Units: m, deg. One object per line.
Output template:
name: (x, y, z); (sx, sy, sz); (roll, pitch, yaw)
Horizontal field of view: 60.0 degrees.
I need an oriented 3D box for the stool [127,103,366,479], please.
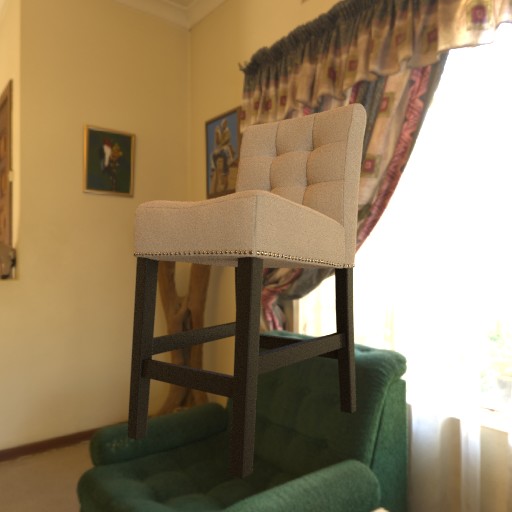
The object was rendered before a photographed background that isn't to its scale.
stool: (0.000, 0.000, 1.204); (0.427, 0.885, 0.571); (0, 0, 36)
